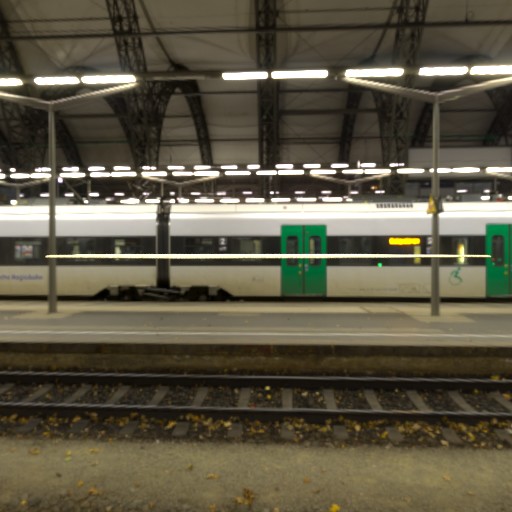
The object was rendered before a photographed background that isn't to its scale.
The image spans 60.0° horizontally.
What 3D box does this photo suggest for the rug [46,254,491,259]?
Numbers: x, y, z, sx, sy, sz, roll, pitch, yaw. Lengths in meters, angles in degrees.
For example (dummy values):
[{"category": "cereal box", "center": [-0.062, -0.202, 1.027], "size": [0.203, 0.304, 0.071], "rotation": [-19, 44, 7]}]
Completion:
[{"category": "rug", "center": [0.000, 0.000, 2.331], "size": [1.850, 0.015, 1.250], "rotation": [0, 0, -18]}]
